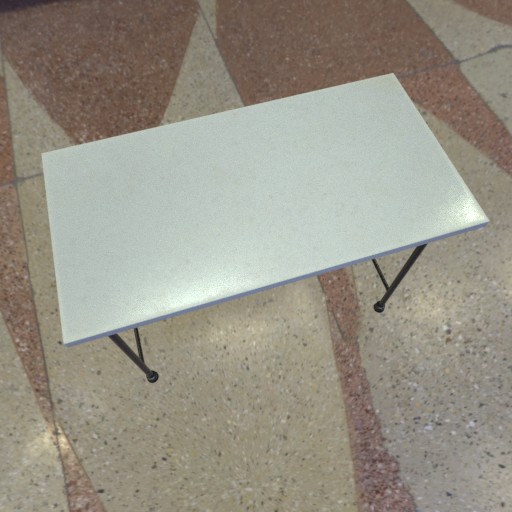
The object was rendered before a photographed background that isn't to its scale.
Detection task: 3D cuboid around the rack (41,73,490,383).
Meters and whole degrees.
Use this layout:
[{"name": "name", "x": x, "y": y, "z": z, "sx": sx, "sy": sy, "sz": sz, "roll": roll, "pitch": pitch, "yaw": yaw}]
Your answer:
[{"name": "rack", "x": 0.000, "y": 0.000, "z": 1.664, "sx": 1.159, "sy": 0.880, "sz": 0.613, "roll": -16, "pitch": 64, "yaw": -8}]
